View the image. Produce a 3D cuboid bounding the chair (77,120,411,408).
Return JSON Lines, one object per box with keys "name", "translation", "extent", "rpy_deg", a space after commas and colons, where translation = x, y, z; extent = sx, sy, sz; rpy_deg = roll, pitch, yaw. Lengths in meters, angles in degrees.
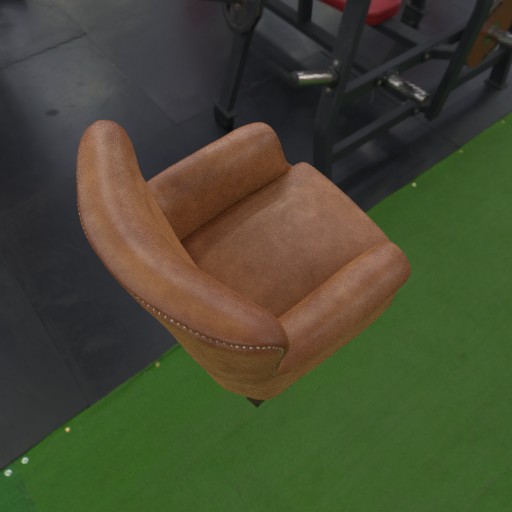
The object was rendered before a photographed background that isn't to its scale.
{"name": "chair", "translation": [0.000, 0.000, 1.553], "extent": [0.921, 0.936, 0.861], "rpy_deg": [-31, 63, -18]}
